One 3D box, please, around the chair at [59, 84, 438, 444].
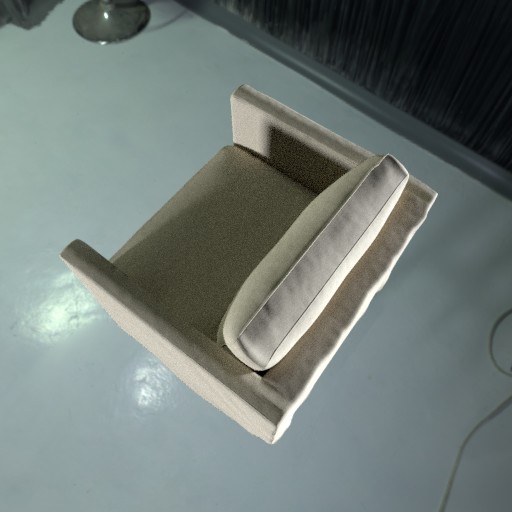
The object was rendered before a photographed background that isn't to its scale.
[{"bbox_3d":[0.000,0.000,1.789,0.949,0.867,1.057,34,68,16],"label":"chair"}]
